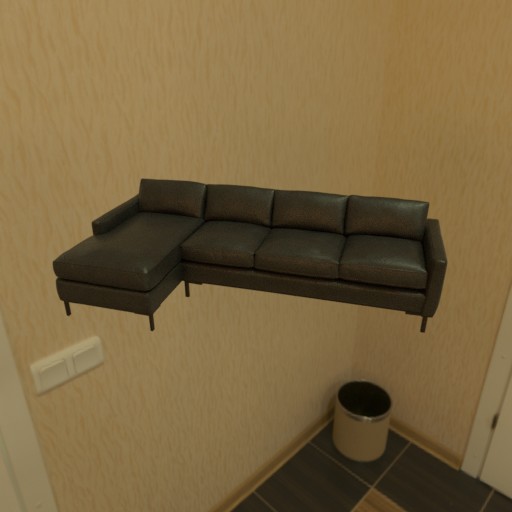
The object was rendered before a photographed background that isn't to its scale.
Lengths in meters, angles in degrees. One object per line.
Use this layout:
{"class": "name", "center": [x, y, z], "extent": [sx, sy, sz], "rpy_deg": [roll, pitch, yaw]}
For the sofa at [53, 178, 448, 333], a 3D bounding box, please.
{"class": "sofa", "center": [0.000, 0.000, 3.785], "extent": [2.993, 0.859, 1.471], "rpy_deg": [7, 26, 14]}
